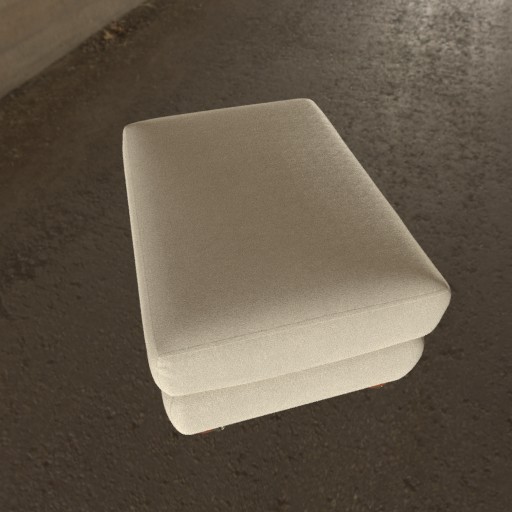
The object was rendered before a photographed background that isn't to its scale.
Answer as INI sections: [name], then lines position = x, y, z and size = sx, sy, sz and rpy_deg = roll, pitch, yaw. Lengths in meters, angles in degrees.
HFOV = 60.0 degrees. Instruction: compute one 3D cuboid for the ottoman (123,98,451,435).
[ottoman]
position = 0.000, 0.000, 1.143
size = 0.569, 0.499, 0.773
rpy_deg = -11, 48, -10
